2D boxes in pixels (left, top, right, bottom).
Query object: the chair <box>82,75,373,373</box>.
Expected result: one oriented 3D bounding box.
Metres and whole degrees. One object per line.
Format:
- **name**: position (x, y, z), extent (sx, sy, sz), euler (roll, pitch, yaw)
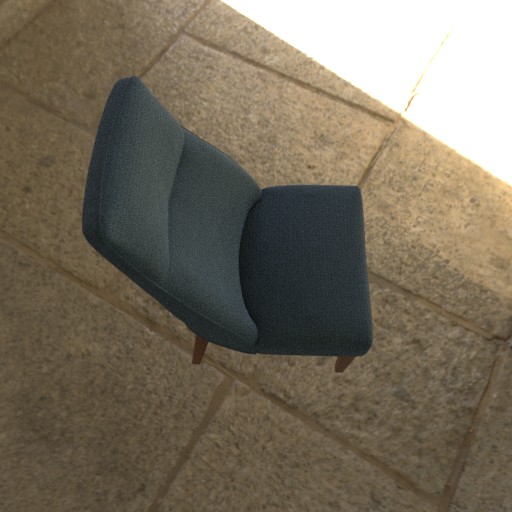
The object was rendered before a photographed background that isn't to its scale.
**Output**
- **chair**: position (0.000, 0.000, 1.222), extent (0.620, 0.930, 0.500), euler (2, 65, 1)
